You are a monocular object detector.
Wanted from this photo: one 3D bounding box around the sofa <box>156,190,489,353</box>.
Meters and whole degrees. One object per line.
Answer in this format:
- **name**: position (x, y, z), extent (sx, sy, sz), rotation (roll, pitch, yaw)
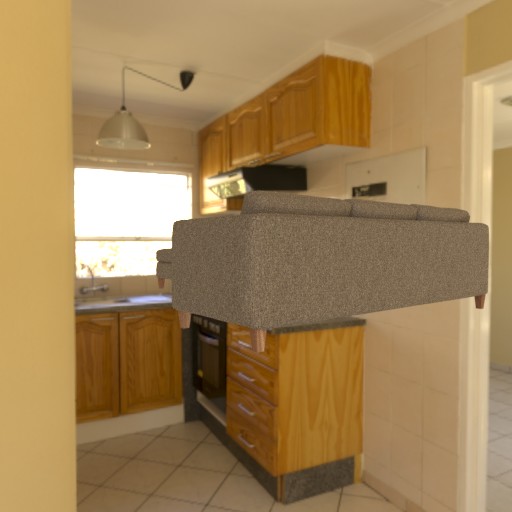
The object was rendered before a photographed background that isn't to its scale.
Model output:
- **sofa**: position (0.000, 0.000, 4.236), extent (2.551, 0.853, 3.238), rotation (-2, 3, -38)
